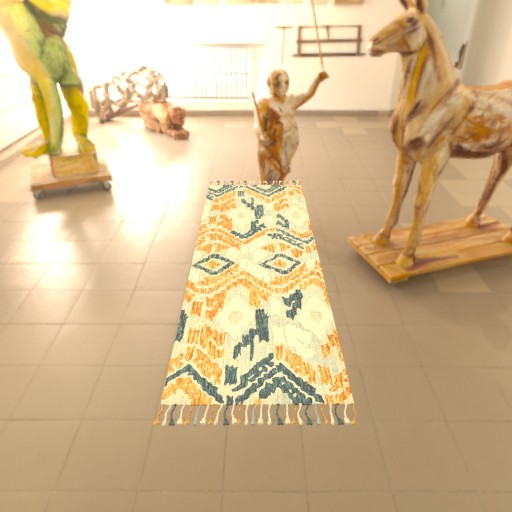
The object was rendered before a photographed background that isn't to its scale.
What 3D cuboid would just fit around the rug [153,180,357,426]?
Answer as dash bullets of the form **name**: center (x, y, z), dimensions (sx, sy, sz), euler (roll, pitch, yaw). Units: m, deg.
- **rug**: center (0.000, 0.000, 2.693), dimensions (0.783, 0.010, 2.437), euler (0, 31, 0)
